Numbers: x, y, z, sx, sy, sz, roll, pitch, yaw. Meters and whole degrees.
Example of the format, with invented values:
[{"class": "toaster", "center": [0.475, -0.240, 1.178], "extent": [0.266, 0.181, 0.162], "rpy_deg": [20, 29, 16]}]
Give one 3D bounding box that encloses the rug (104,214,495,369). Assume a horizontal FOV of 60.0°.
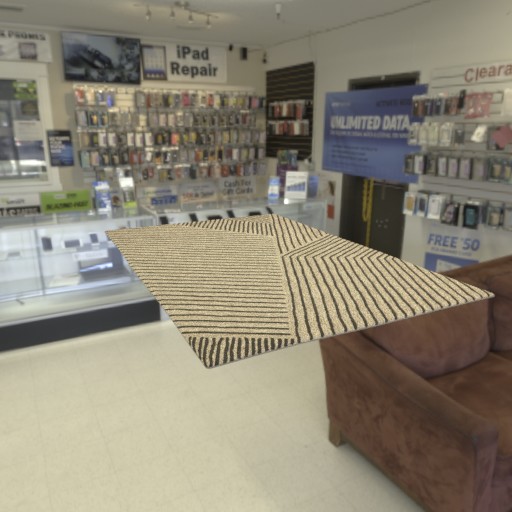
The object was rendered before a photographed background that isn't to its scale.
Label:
[{"class": "rug", "center": [0.000, 0.000, 2.300], "extent": [1.237, 0.019, 1.842], "rpy_deg": [-8, 19, -26]}]
